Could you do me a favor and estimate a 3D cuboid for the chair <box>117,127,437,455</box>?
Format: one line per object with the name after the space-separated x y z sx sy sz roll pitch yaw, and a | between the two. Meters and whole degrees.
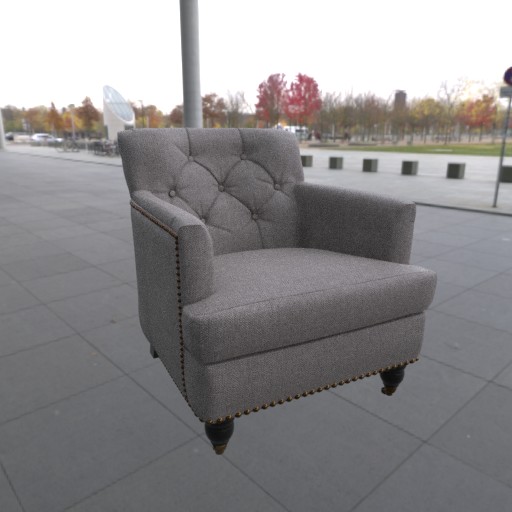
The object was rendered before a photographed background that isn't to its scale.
0.000 0.000 1.470 0.737 0.823 0.902 -8 17 -26 | chair
